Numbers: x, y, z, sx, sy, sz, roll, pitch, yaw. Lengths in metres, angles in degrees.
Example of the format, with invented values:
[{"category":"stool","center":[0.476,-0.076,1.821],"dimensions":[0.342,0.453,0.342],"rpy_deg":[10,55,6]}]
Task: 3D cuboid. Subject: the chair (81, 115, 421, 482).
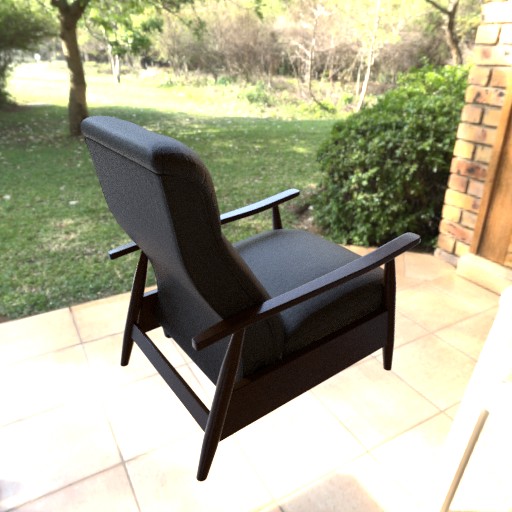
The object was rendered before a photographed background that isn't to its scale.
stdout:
[{"category":"chair","center":[0.000,0.000,1.733],"dimensions":[1.014,1.081,0.762],"rpy_deg":[-17,31,-32]}]
